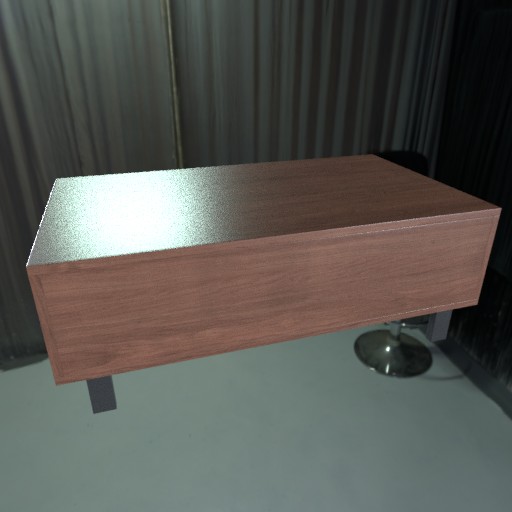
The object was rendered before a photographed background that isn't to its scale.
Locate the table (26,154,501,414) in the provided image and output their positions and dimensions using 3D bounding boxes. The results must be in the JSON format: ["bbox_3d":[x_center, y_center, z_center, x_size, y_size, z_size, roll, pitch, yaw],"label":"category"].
[{"bbox_3d":[0.000,0.000,1.243,1.020,0.380,0.600,-8,27,-16],"label":"table"}]
